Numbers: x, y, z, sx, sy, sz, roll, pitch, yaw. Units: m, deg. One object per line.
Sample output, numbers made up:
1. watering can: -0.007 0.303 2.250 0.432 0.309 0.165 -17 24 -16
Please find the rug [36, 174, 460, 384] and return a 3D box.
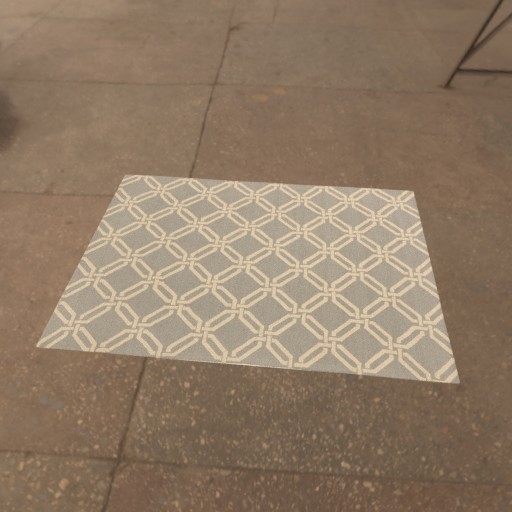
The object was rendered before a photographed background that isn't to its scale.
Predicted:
1. rug: 0.000 0.000 2.736 2.133 0.013 1.522 4 46 4
